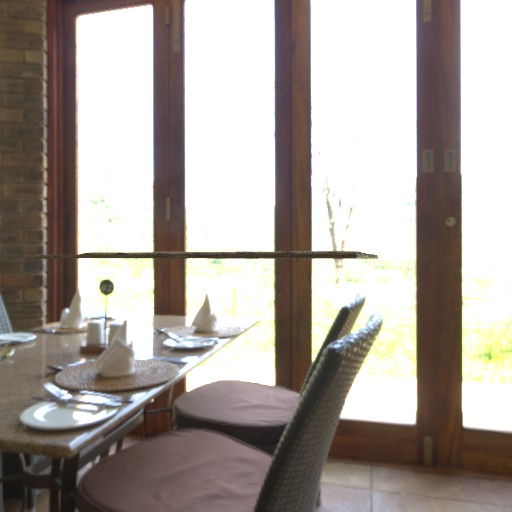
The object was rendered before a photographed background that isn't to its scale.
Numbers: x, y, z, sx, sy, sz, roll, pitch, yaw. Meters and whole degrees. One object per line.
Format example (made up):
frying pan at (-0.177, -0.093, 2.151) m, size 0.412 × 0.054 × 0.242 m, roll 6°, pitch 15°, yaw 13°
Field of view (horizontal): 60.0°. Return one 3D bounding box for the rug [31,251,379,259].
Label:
rug at (0.000, 0.000, 2.367) m, size 1.222 × 0.030 × 1.823 m, roll 0°, pitch 0°, yaw 17°
